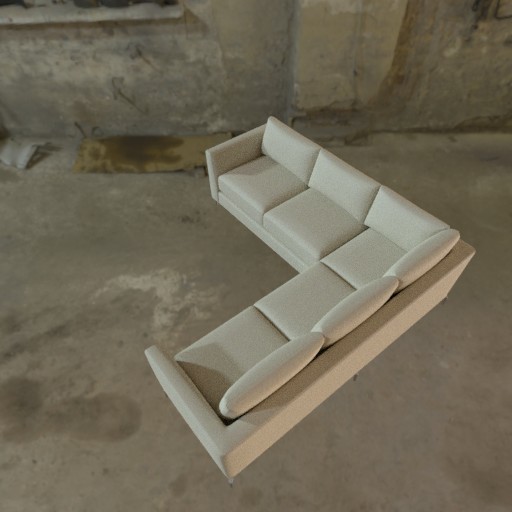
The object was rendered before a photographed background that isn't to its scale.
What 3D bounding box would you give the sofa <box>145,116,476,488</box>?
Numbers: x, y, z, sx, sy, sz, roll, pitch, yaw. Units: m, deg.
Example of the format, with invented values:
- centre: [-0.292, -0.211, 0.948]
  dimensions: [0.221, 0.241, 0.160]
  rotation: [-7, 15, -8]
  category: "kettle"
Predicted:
- centre: [0.000, 0.000, 3.712]
  dimensions: [2.448, 0.867, 2.430]
  rotation: [-31, 55, -25]
  category: "sofa"
